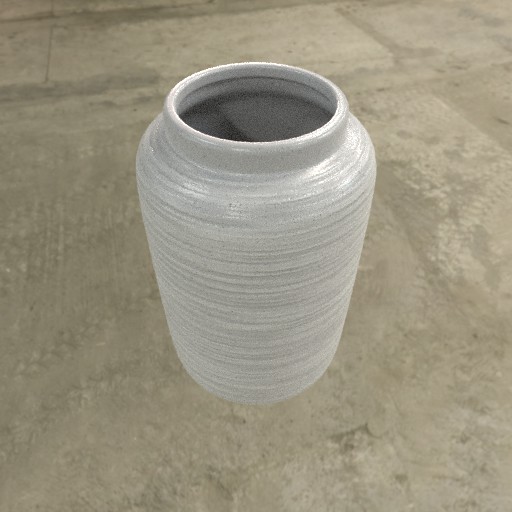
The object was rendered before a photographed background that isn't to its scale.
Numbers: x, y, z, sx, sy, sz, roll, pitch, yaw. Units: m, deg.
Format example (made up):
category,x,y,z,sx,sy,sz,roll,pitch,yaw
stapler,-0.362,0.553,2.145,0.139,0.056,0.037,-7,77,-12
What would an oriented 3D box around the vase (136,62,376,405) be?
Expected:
category,x,y,z,sx,sy,sz,roll,pitch,yaw
vase,0.000,0.000,0.451,0.202,0.335,0.202,0,45,0
